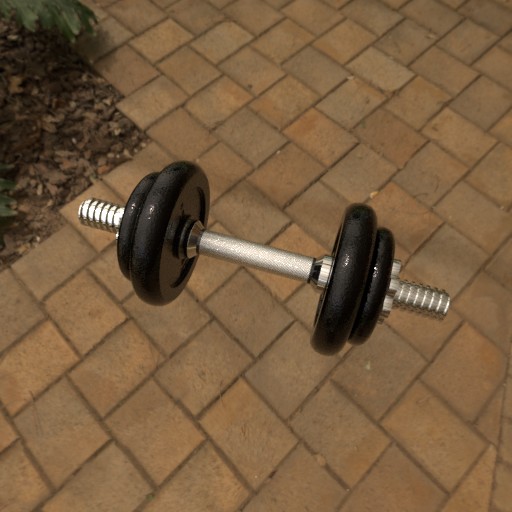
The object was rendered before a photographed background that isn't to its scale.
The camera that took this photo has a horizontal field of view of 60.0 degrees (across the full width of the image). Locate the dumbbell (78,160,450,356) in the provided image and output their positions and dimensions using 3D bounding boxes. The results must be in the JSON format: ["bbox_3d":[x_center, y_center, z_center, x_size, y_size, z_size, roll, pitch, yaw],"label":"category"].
[{"bbox_3d":[0.000,0.000,0.591,0.497,0.202,0.202,15,64,7],"label":"dumbbell"}]
